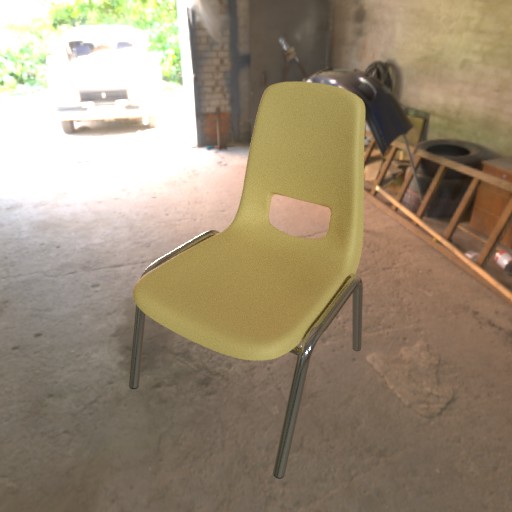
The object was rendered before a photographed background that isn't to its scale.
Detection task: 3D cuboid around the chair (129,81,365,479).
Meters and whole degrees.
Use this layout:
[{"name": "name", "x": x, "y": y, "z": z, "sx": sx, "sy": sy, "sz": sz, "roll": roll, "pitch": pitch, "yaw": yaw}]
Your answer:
[{"name": "chair", "x": 0.000, "y": 0.000, "z": 0.793, "sx": 0.354, "sy": 0.536, "sz": 0.385, "roll": 19, "pitch": 35, "yaw": 29}]
